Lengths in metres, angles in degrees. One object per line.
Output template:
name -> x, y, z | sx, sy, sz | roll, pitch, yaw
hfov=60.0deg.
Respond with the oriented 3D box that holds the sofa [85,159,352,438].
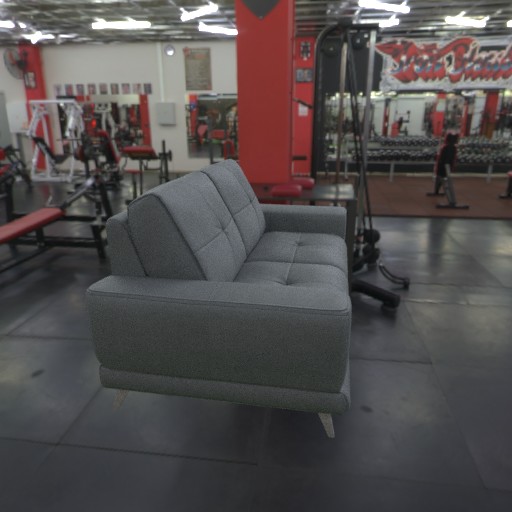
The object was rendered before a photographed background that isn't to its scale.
sofa -> 0.000, 0.000, 2.422 | 1.018, 0.907, 1.806 | 3, 18, 10
